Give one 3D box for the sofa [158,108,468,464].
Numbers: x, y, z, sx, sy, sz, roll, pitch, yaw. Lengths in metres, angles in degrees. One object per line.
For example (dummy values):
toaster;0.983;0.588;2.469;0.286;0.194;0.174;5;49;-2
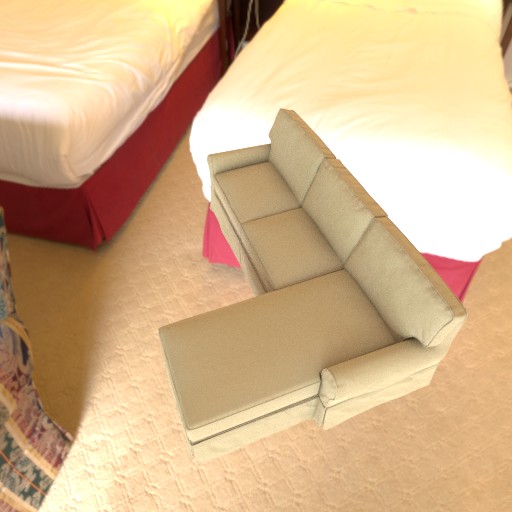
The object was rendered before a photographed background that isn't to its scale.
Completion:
sofa;0.000;0.000;3.340;1.733;0.978;2.475;-16;50;-14
